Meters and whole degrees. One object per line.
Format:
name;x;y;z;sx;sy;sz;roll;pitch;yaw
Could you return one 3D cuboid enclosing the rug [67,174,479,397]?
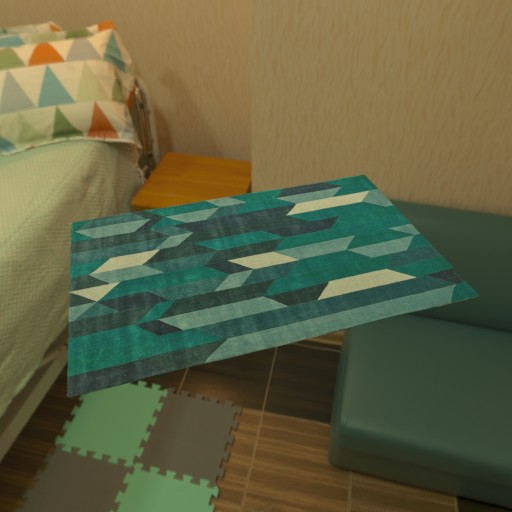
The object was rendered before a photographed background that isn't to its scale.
rug;0.000;0.000;3.019;2.420;0.005;1.528;-11;42;-13
